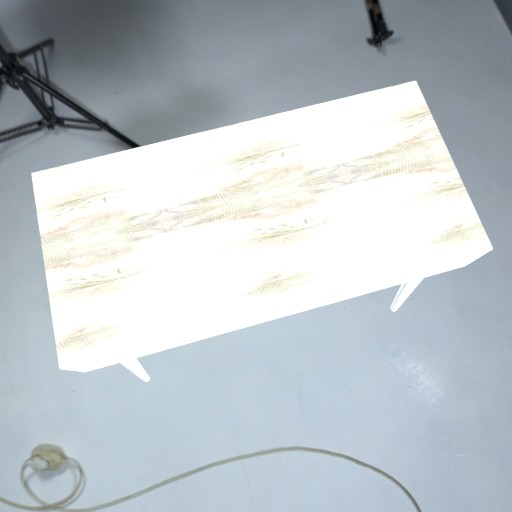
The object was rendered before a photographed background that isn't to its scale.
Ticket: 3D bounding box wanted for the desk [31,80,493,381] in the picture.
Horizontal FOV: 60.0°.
[{"bbox_3d":[0.000,0.000,1.372,0.979,0.723,0.491,-15,73,-5],"label":"desk"}]
